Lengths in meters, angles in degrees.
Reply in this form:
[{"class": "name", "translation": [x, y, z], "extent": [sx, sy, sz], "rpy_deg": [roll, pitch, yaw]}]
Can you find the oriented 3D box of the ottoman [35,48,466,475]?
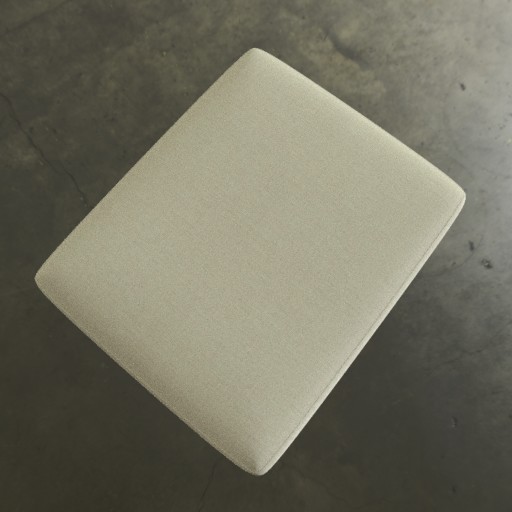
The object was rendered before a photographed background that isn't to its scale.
[{"class": "ottoman", "translation": [0.000, 0.000, 1.149], "extent": [0.657, 0.453, 0.794], "rpy_deg": [38, 79, 9]}]
